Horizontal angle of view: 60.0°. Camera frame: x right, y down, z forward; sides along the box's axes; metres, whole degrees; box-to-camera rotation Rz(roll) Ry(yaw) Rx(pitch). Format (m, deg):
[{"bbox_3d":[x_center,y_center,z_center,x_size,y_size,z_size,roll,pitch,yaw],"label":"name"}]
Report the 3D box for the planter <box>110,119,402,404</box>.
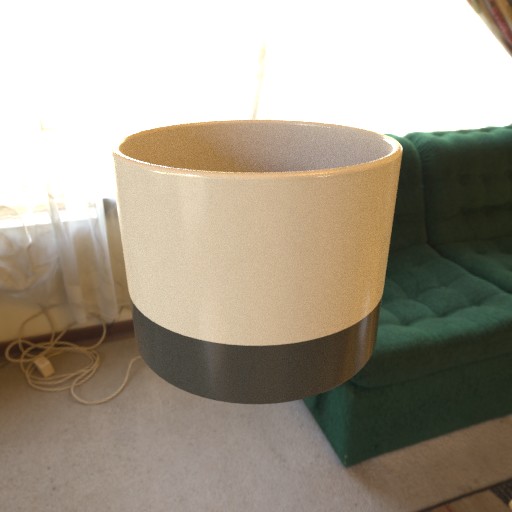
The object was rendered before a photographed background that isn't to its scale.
[{"bbox_3d":[0.000,0.000,0.341,0.193,0.177,0.193,0,25,0],"label":"planter"}]
